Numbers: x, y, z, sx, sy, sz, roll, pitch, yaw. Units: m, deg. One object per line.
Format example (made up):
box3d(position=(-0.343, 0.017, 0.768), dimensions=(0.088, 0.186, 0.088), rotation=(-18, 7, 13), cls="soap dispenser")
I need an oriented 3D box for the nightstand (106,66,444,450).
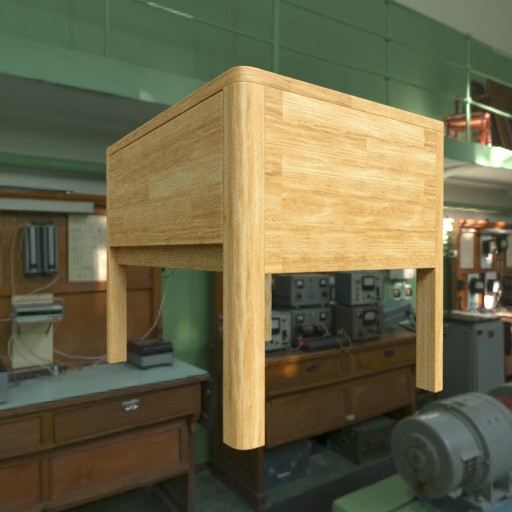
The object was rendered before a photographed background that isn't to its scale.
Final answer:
box3d(position=(0.000, 0.000, 0.889), dimensions=(0.440, 0.470, 0.560), rotation=(0, 1, -35), cls="nightstand")
